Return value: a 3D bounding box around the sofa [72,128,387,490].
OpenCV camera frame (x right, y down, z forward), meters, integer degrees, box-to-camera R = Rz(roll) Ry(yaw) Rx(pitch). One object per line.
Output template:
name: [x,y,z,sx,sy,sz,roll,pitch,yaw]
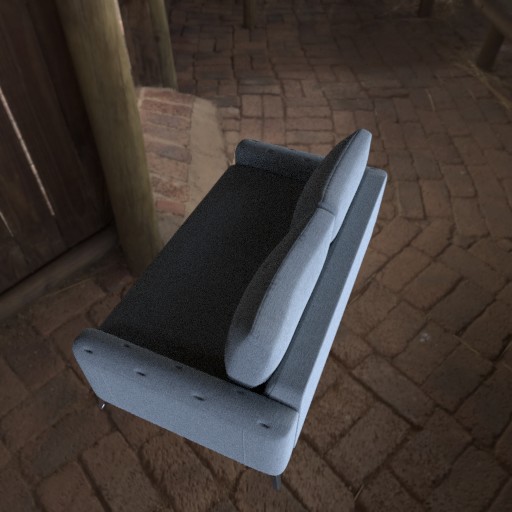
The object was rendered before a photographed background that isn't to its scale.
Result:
sofa: [0.000,0.000,2.137,0.920,0.790,1.650,17,49,16]
